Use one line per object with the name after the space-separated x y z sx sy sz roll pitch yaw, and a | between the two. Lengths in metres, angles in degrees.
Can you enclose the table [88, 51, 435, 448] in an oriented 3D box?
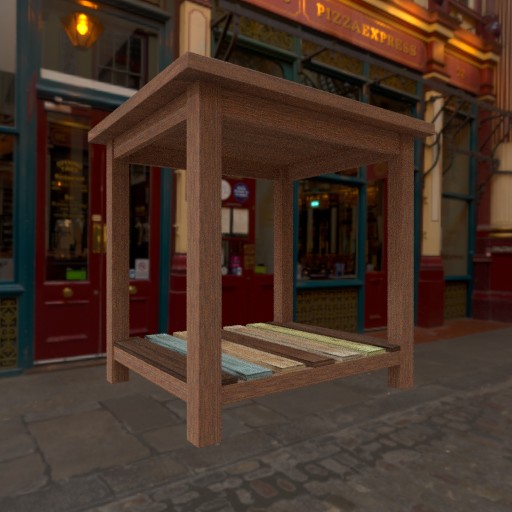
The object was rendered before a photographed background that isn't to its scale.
0.000 0.000 1.104 0.660 0.635 0.559 0 0 -36 | table
